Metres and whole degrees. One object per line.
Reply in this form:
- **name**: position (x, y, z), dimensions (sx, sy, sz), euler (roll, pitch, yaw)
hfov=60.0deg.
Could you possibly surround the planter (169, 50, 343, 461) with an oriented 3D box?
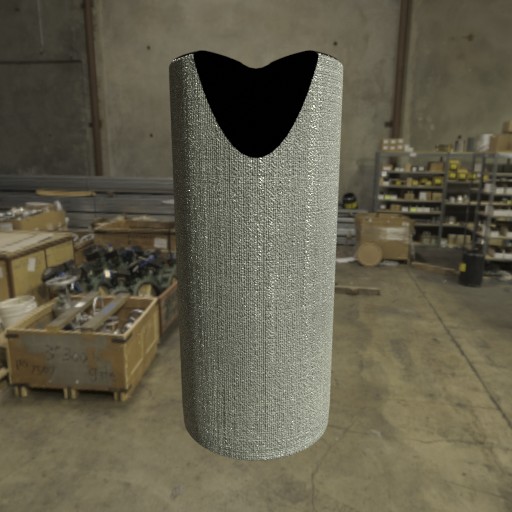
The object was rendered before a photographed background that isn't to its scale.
- **planter**: position (0.000, 0.000, 0.128), dimensions (0.045, 0.103, 0.045), euler (2, 13, 8)
